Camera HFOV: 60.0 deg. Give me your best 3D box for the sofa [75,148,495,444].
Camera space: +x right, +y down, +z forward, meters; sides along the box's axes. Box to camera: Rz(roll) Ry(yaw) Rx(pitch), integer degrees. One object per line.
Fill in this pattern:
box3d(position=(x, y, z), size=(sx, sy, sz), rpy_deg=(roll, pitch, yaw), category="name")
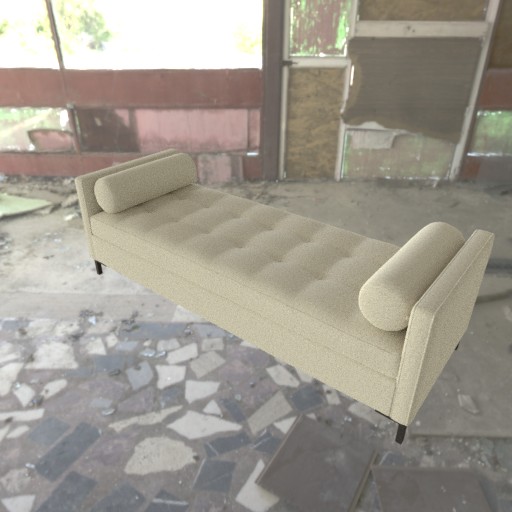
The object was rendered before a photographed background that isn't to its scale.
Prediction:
box3d(position=(0.000, 0.000, 2.275), size=(1.985, 0.641, 0.746), rpy_deg=(22, 36, 33), category="sofa")
